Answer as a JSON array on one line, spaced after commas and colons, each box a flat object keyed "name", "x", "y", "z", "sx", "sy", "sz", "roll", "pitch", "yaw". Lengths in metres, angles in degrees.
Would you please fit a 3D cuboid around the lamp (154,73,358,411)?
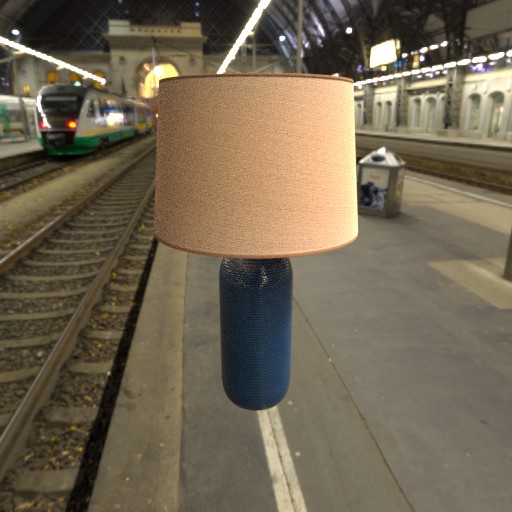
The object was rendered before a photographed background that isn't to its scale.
[{"name": "lamp", "x": 0.000, "y": 0.000, "z": 0.832, "sx": 0.367, "sy": 0.609, "sz": 0.367, "roll": 0, "pitch": 17, "yaw": 0}]
